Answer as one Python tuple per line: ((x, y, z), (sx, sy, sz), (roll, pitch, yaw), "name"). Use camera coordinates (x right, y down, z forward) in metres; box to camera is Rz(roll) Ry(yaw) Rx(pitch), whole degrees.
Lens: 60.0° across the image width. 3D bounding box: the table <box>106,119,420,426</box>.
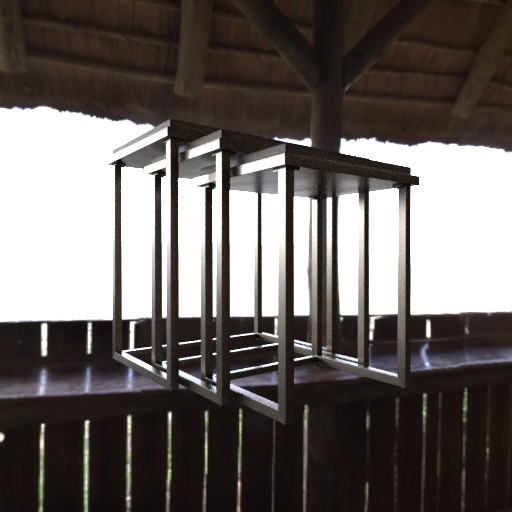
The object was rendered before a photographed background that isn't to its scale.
((0.000, 0.000, 1.172), (0.559, 0.610, 0.706), (0, 1, -37), "table")
